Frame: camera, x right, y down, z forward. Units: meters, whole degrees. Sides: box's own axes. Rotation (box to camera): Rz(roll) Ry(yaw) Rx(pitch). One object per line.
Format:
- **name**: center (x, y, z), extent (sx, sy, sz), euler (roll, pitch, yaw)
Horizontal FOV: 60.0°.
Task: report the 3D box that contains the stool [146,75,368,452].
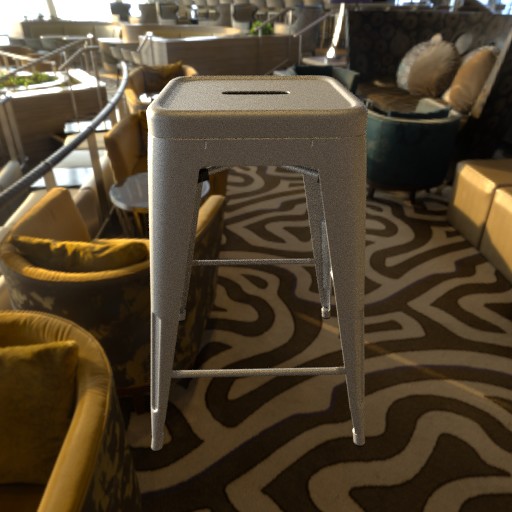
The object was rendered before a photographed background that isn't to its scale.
- **stool**: center (0.000, 0.000, 0.855), extent (0.406, 0.610, 0.406), euler (-1, 30, -1)
